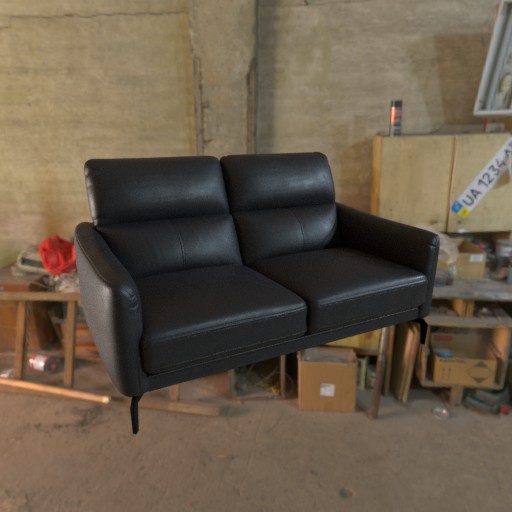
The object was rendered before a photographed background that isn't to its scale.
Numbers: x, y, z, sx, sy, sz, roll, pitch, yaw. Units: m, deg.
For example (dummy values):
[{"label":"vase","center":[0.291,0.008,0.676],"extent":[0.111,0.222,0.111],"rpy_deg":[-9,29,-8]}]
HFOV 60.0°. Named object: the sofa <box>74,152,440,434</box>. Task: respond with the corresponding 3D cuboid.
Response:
[{"label":"sofa","center":[0.000,0.000,2.166],"extent":[1.596,0.920,0.958],"rpy_deg":[-9,18,-27]}]
